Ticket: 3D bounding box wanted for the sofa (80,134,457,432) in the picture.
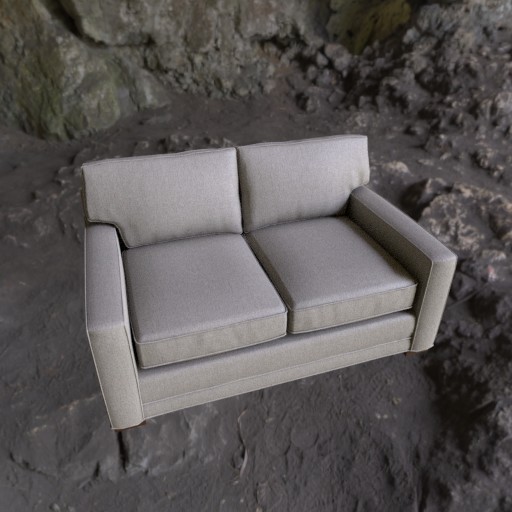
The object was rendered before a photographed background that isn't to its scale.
[{"bbox_3d":[0.000,0.000,2.073,1.484,0.853,0.940,-10,34,-15],"label":"sofa"}]
